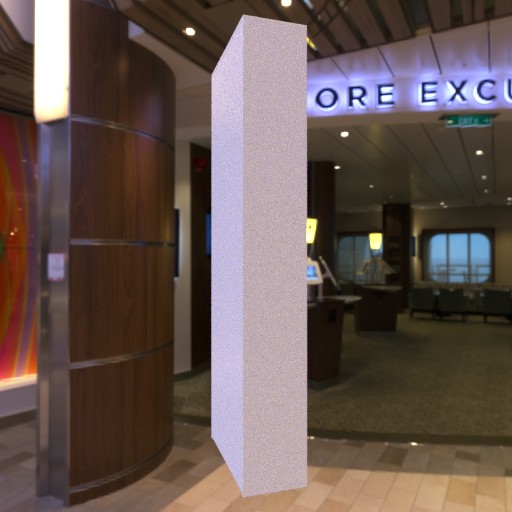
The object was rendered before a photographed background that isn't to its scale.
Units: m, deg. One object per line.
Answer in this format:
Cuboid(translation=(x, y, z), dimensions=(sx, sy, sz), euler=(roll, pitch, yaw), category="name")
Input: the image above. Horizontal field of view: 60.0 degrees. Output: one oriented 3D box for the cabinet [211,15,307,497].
Cuboid(translation=(0.000, 0.000, 1.782), dimensions=(0.255, 1.630, 0.520), euler=(0, 0, -17), category="cabinet")
